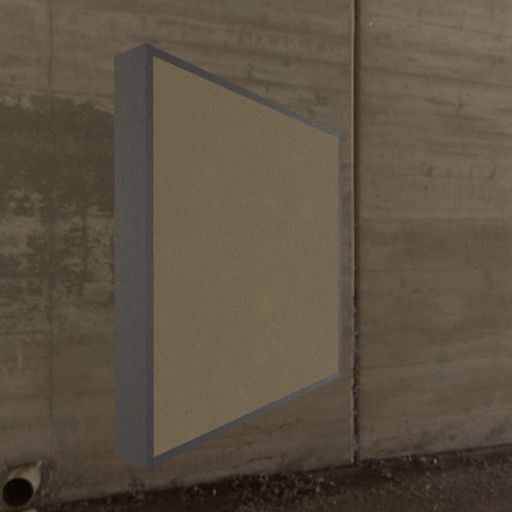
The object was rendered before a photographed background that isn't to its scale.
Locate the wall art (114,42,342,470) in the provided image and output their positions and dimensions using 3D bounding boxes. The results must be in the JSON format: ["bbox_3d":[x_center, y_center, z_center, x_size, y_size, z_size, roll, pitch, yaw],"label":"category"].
[{"bbox_3d":[0.000,0.000,0.442,0.036,0.300,0.302,0,1,37],"label":"wall art"}]
